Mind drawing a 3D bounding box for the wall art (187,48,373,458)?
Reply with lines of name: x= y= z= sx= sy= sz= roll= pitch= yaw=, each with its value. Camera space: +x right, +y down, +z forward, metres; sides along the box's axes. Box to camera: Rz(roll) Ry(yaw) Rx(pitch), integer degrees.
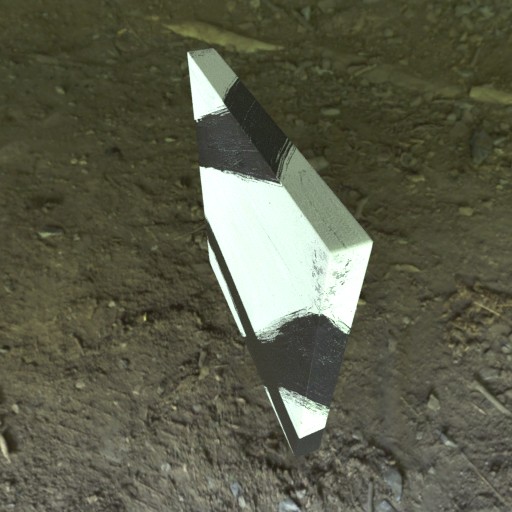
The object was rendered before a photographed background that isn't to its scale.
wall art: x=0.000 y=0.000 z=0.757 sx=0.050 sy=0.508 sz=0.507 roll=-15 pitch=48 yaw=-15
